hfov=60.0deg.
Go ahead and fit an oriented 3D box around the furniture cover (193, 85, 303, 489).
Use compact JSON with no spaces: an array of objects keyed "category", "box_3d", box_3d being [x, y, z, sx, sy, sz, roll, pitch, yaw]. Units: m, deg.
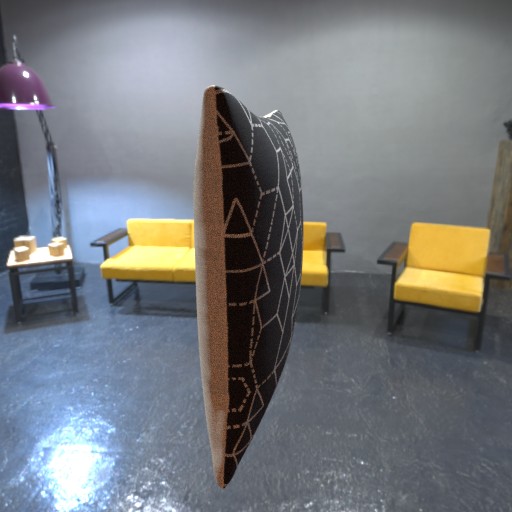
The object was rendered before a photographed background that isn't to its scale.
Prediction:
[{"category":"furniture cover","box_3d":[0.000,0.000,0.769,0.158,0.508,0.517,3,16,10]}]
